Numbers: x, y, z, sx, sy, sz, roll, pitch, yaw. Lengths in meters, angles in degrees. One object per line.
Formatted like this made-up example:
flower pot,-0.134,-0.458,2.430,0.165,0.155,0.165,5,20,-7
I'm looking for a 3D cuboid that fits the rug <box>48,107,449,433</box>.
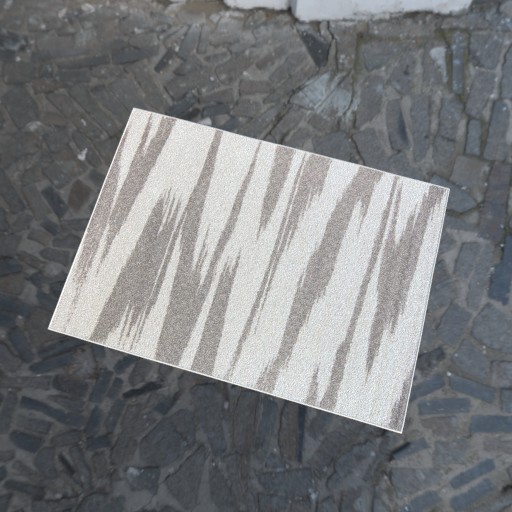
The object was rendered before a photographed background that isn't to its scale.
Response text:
rug,0.000,0.000,2.730,2.142,0.010,1.533,15,77,4
